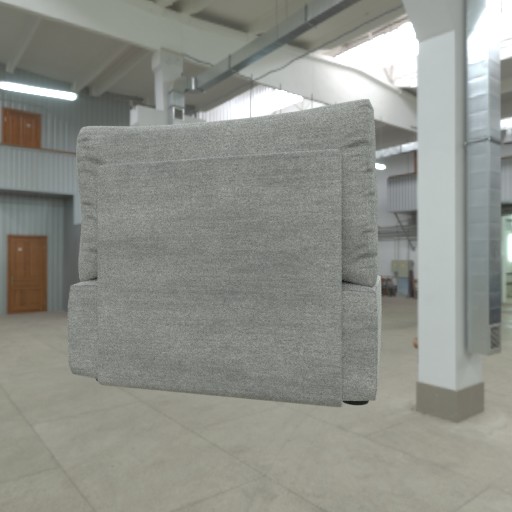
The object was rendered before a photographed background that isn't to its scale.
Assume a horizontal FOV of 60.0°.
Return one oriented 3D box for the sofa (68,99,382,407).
[{"bbox_3d":[0.000,0.000,1.719,0.930,0.820,1.000,0,0,16],"label":"sofa"}]
